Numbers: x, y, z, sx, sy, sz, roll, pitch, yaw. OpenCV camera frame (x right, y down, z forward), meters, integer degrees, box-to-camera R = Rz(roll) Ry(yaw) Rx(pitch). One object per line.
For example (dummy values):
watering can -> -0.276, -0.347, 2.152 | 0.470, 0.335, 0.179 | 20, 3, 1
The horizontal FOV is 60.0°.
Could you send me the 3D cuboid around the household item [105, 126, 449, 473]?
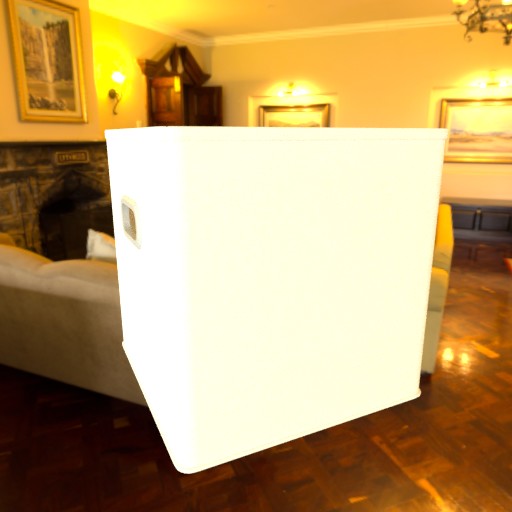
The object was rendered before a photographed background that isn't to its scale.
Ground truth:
household item -> 0.000, 0.000, 0.555 | 0.305, 0.305, 0.305 | -7, 17, -25
